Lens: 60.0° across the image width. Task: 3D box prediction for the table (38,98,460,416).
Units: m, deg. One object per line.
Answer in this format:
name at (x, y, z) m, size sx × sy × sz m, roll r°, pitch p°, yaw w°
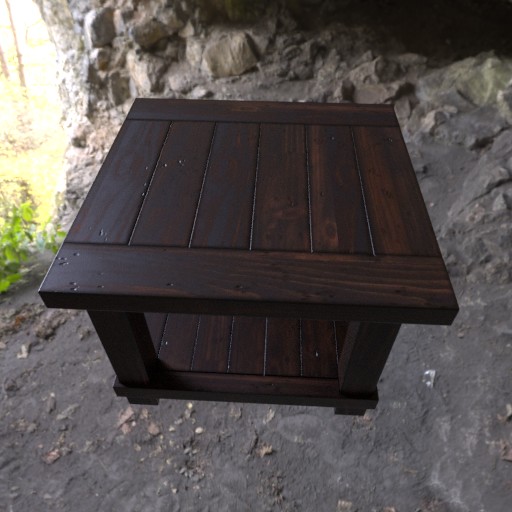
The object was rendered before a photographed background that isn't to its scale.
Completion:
table at (0.000, 0.000, 0.995) m, size 0.606 × 0.437 × 0.593 m, roll 2°, pitch 46°, yaw 2°
